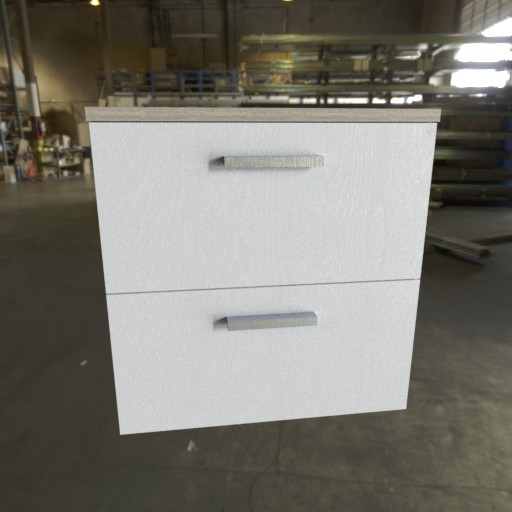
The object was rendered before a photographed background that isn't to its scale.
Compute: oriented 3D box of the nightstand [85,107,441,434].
[{"bbox_3d":[0.000,0.000,0.745,0.442,0.461,0.325,-2,16,-8],"label":"nightstand"}]
